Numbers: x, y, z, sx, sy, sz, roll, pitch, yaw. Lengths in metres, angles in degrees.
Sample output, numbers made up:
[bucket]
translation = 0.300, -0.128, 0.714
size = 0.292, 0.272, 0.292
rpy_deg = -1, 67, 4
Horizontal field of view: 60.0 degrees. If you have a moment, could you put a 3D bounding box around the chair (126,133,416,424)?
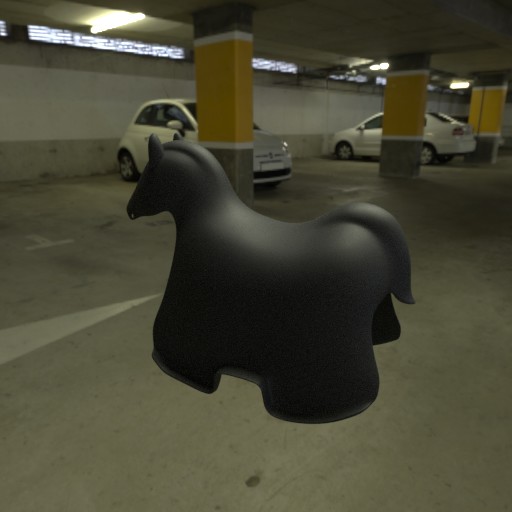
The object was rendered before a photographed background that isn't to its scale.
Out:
[chair]
translation = 0.000, 0.000, 1.151
size = 0.800, 0.612, 0.429
rpy_deg = 8, 18, 25
